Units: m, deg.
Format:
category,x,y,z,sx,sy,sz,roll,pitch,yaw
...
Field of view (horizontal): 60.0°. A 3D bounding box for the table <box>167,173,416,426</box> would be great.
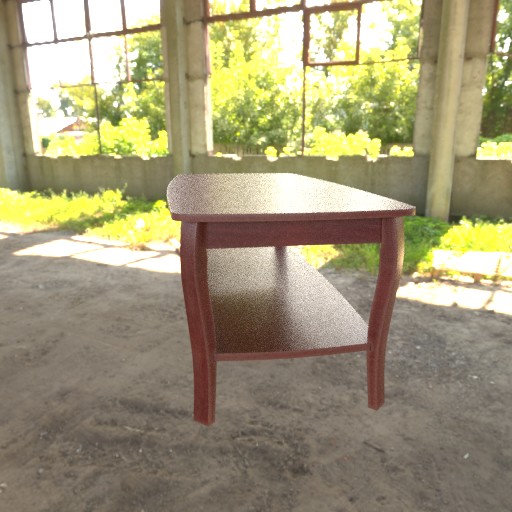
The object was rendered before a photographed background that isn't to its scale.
category,x,y,z,sx,sy,sz,roll,pitch,yaw
table,0.000,0.000,1.495,0.561,0.473,1.216,-2,14,-9
